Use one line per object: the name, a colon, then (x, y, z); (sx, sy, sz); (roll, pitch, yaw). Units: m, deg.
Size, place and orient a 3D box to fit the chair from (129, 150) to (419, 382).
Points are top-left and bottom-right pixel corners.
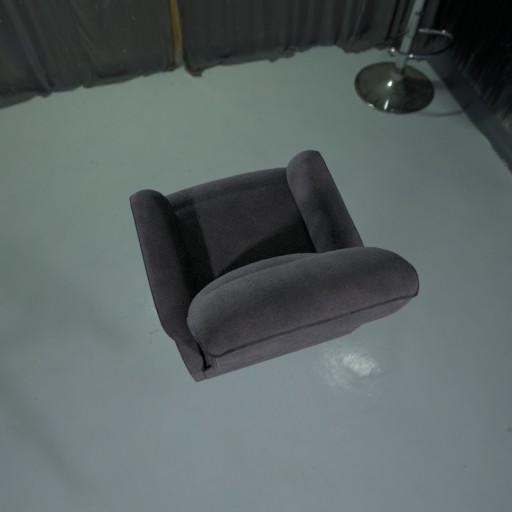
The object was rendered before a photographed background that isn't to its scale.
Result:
chair: (0.000, 0.000, 1.710); (0.830, 1.035, 1.009); (-15, 60, -9)
